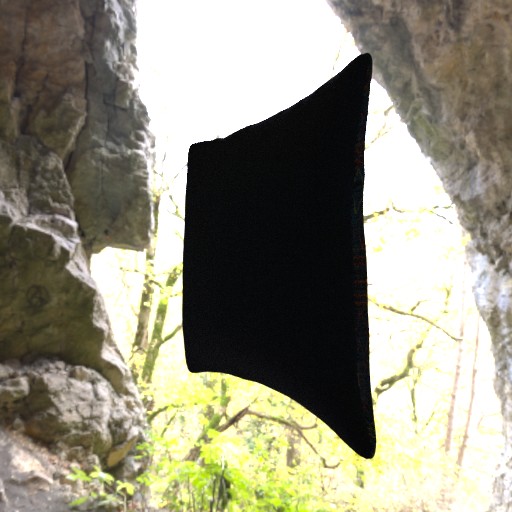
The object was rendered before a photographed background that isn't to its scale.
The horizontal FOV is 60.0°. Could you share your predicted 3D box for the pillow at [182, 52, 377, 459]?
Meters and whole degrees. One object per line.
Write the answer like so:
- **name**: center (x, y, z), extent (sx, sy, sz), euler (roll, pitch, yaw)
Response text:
- **pillow**: center (0.000, 0.000, 0.642), extent (0.141, 0.431, 0.431), euler (0, -1, -34)
